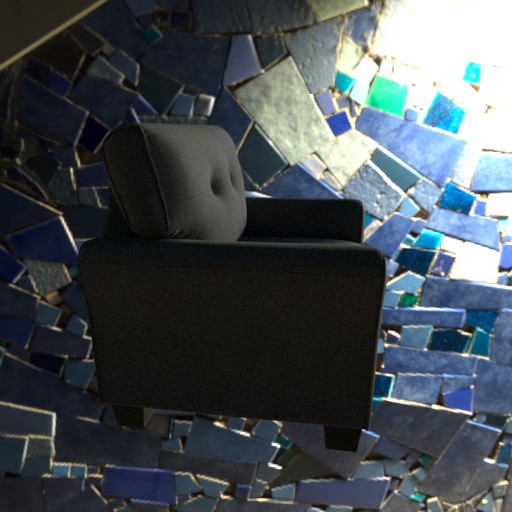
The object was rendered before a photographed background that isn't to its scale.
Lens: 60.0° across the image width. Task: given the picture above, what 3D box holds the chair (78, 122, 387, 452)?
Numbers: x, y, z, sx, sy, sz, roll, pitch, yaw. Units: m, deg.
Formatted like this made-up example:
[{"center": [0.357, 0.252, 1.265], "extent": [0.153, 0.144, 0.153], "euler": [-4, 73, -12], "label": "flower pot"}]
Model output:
[{"center": [0.000, 0.000, 1.559], "extent": [0.816, 0.890, 0.941], "euler": [3, 16, 9], "label": "chair"}]
